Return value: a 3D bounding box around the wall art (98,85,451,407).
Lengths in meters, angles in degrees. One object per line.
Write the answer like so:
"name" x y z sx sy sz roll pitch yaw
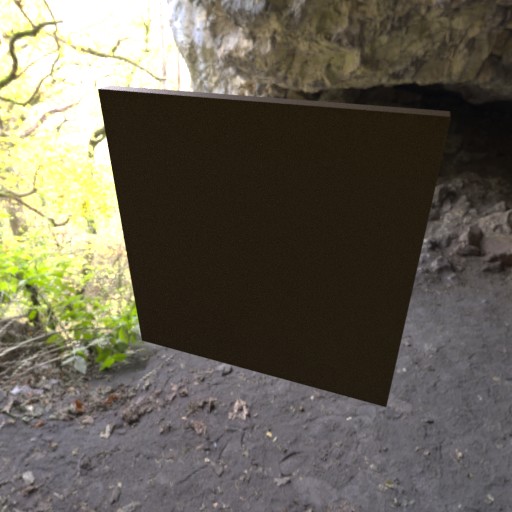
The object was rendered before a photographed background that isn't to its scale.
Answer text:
"wall art" 0.000 0.000 0.742 0.503 0.506 0.030 11 33 17
